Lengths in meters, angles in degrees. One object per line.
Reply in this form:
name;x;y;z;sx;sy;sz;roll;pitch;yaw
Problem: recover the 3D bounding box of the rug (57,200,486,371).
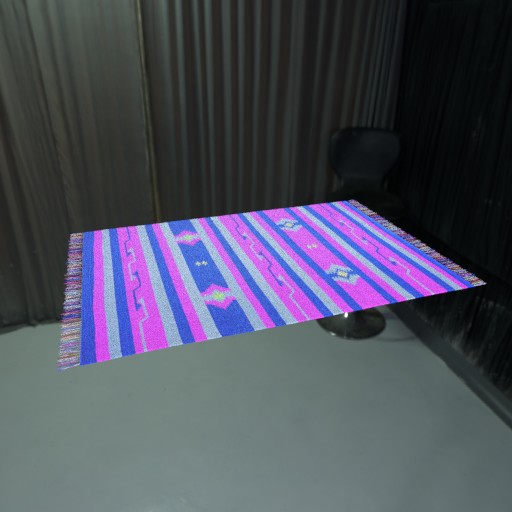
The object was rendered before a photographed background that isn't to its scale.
rug;0.000;0.000;2.891;2.350;0.013;1.539;-9;28;-16
